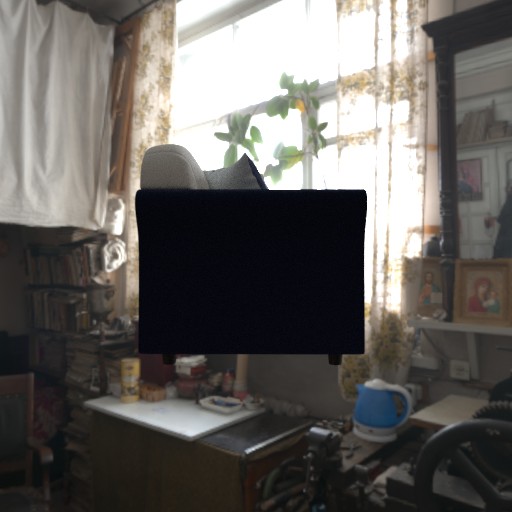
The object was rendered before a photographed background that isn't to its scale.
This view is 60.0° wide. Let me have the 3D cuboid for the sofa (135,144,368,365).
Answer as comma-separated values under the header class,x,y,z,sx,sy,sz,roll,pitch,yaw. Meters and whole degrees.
class,x,y,z,sx,sy,sz,roll,pitch,yaw
sofa,0.000,0.000,2.408,0.749,0.789,2.006,0,-1,1
